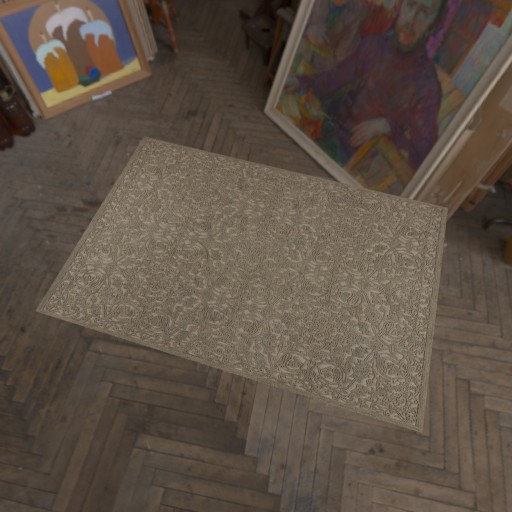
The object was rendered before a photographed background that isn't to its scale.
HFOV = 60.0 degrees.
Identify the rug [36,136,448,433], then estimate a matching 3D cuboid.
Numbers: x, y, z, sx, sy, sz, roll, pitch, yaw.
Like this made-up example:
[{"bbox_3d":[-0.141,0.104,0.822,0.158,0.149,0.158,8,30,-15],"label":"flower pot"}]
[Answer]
[{"bbox_3d":[0.000,0.000,2.280,1.827,0.006,1.221,15,60,9],"label":"rug"}]
